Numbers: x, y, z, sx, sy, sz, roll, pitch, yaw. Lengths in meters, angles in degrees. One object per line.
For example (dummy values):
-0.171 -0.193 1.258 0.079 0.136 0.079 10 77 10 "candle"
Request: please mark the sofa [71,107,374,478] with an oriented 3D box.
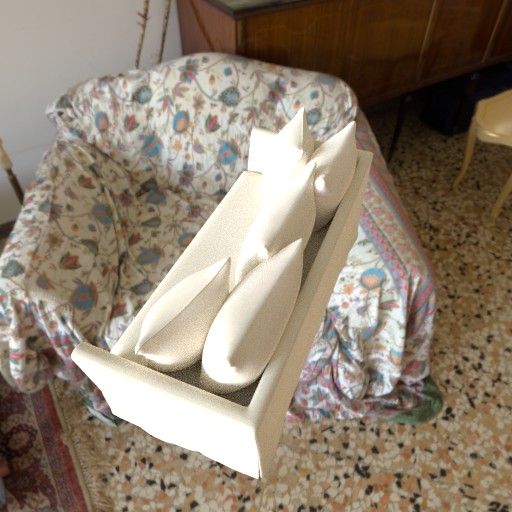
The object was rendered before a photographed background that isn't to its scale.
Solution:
0.000 0.000 2.871 1.031 1.034 2.290 17 48 16 "sofa"
